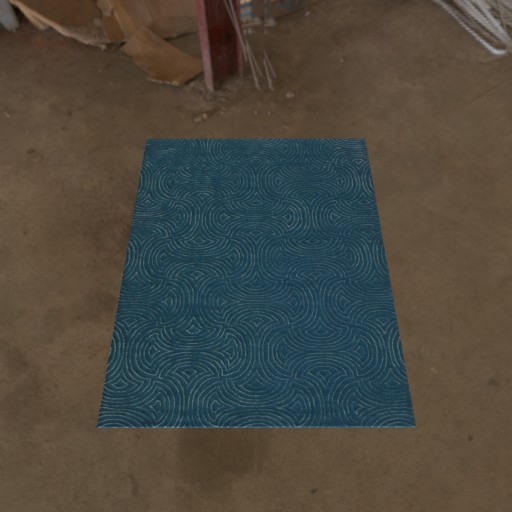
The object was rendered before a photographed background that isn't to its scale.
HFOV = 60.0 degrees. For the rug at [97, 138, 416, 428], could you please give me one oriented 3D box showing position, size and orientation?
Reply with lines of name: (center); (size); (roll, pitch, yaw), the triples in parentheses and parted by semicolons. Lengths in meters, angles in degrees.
rug: (0.000, 0.000, 4.146); (2.432, 0.012, 3.033); (0, 59, 0)
